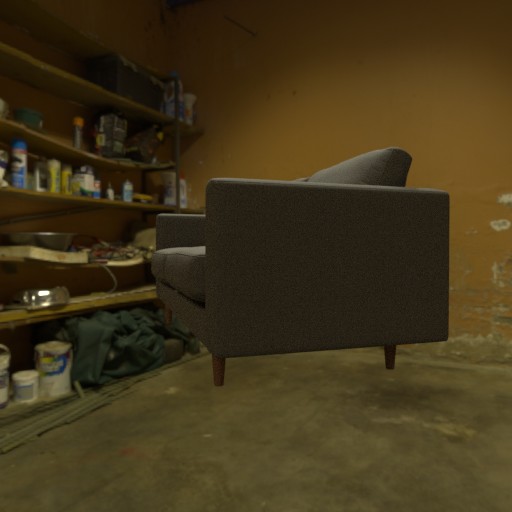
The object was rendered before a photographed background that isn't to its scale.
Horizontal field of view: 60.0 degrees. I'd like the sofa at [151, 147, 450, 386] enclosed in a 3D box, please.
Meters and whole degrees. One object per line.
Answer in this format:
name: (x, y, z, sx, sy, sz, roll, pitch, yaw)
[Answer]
sofa: (0.000, 0.000, 2.266, 0.940, 0.866, 1.713, 0, 1, -18)
